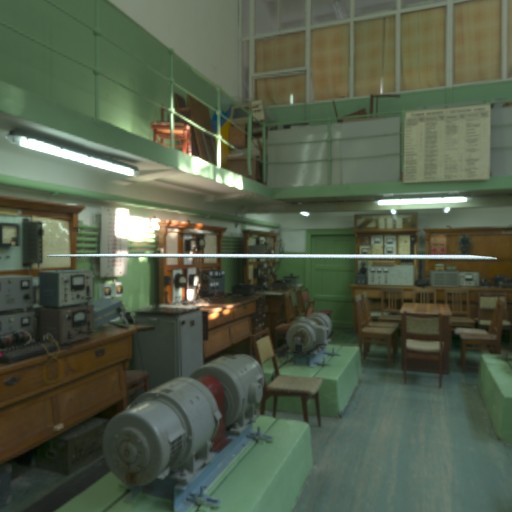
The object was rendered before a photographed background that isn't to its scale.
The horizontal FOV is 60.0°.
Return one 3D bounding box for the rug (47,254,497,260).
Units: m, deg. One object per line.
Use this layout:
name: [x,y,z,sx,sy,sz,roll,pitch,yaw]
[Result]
rug: [0.000,0.000,2.380,2.196,0.011,0.662,0,1,19]
